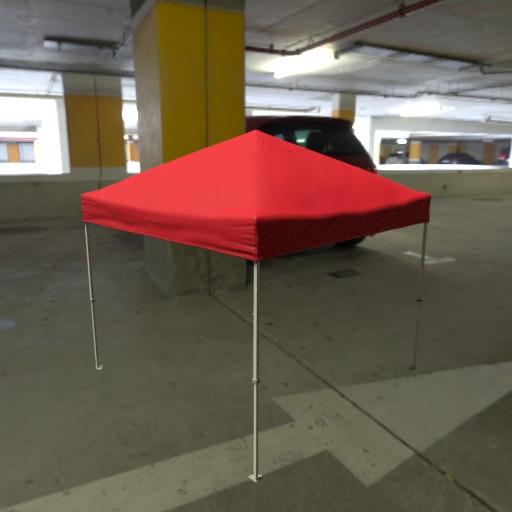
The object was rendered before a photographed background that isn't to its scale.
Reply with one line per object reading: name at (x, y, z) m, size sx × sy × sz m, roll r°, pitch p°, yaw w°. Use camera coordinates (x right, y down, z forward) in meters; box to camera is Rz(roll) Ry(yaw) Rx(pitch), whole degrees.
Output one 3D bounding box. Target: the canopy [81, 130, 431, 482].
canopy at (0.000, 0.000, 5.465) m, size 2.998 × 2.997 × 2.996 m, roll 12°, pitch 17°, yaw 44°
